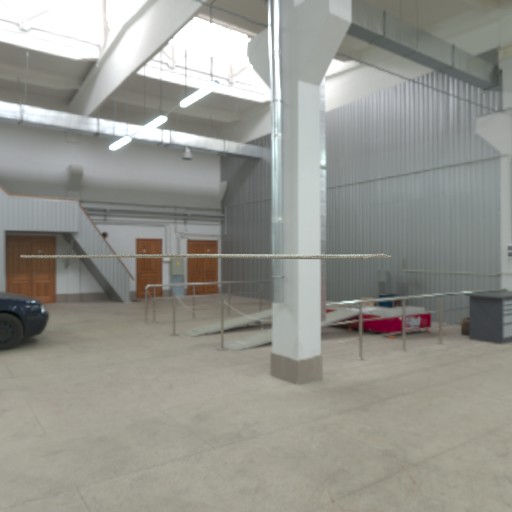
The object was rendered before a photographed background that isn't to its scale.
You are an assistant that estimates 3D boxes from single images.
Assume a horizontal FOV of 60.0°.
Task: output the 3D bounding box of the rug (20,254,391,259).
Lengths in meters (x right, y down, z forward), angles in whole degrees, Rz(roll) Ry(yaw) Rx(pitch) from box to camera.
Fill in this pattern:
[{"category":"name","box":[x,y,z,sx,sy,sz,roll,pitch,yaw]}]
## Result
[{"category":"rug","box":[0.000,0.000,2.936,1.624,0.030,2.264,0,0,20]}]
